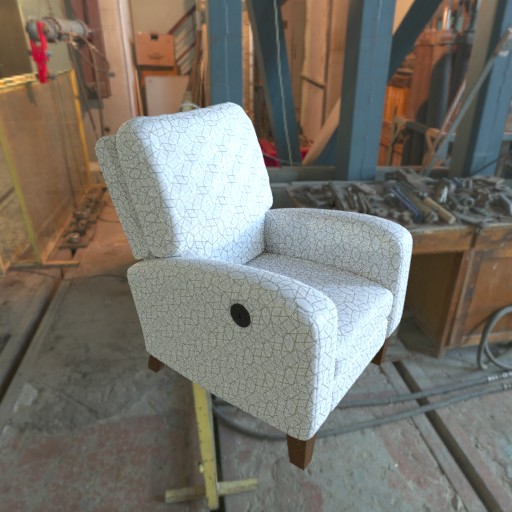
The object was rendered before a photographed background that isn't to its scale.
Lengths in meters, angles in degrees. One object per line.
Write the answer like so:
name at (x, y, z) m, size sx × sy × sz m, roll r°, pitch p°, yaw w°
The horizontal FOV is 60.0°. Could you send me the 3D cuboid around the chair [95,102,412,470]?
chair at (0.000, 0.000, 1.756) m, size 0.995 × 1.064 × 0.796 m, roll 18°, pitch 32°, yaw 32°
